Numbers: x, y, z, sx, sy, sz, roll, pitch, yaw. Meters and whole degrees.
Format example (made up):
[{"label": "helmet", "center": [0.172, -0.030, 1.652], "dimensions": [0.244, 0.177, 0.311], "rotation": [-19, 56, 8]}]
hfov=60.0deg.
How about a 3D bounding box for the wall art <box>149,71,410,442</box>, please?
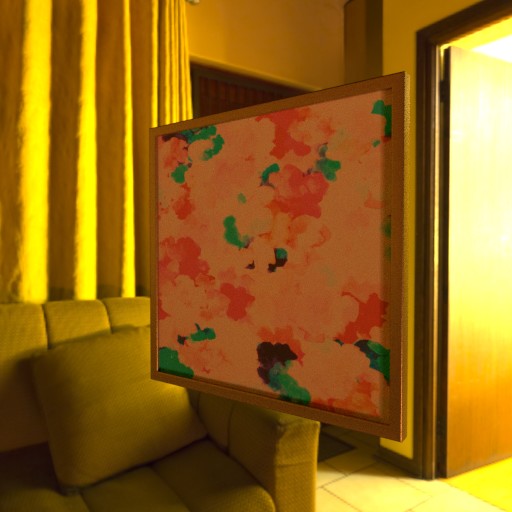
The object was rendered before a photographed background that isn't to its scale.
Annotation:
[{"label": "wall art", "center": [0.000, 0.000, 1.147], "dimensions": [0.767, 0.765, 0.036], "rotation": [1, 2, 35]}]
